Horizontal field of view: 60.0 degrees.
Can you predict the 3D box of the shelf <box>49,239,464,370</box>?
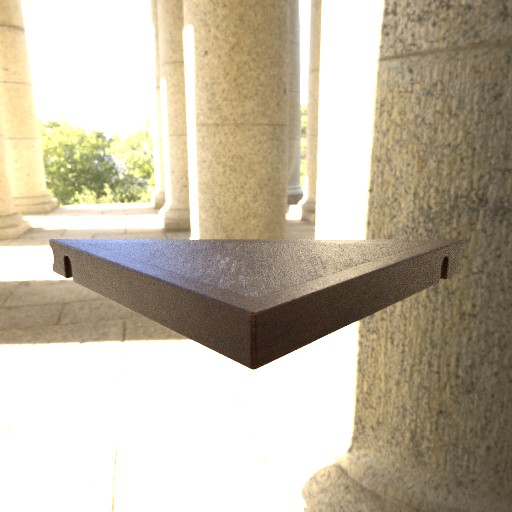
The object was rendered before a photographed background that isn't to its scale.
[{"bbox_3d":[0.000,0.000,0.451,0.296,0.035,0.296,-13,19,-43],"label":"shelf"}]
